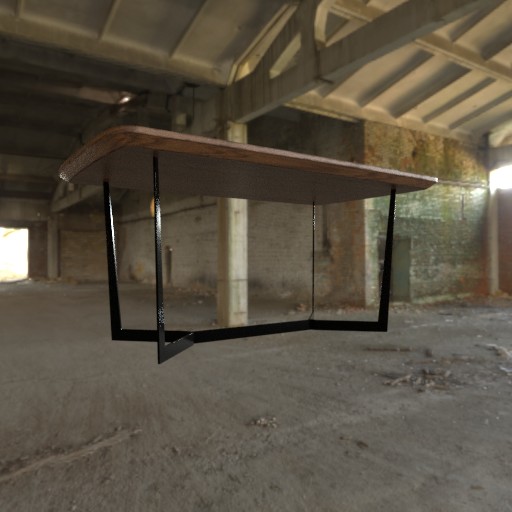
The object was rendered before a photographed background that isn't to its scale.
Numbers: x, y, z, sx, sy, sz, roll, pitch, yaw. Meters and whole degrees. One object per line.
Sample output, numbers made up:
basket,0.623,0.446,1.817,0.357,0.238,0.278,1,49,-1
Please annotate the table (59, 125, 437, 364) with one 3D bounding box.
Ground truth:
table,0.000,0.000,2.116,1.643,0.765,0.949,0,0,-34
